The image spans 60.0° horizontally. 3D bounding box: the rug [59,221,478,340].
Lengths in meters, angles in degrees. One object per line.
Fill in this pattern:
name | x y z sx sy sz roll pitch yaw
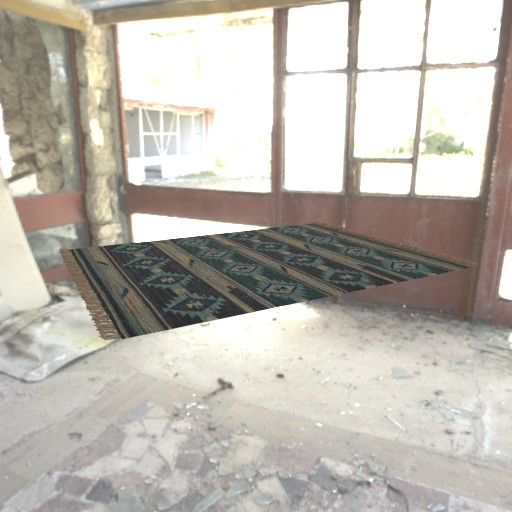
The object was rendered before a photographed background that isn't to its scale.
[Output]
rug | 0.000 0.000 4.266 3.307 0.047 2.418 -8 17 -28
